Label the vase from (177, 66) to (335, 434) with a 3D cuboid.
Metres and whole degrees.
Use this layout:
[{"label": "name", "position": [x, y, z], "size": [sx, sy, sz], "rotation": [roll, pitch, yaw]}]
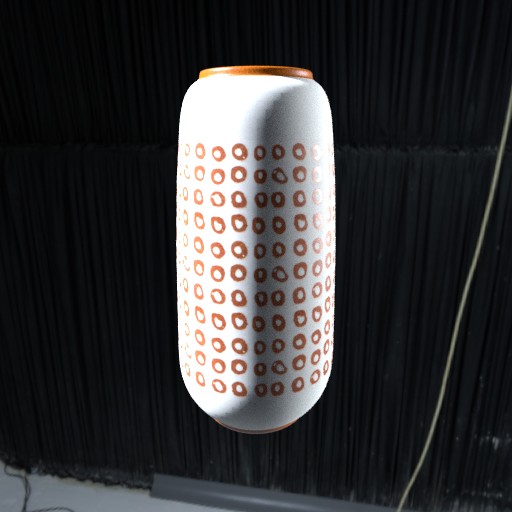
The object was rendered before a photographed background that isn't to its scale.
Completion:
[{"label": "vase", "position": [0.000, 0.000, 0.366], "size": [0.133, 0.282, 0.133], "rotation": [0, 17, 0]}]
